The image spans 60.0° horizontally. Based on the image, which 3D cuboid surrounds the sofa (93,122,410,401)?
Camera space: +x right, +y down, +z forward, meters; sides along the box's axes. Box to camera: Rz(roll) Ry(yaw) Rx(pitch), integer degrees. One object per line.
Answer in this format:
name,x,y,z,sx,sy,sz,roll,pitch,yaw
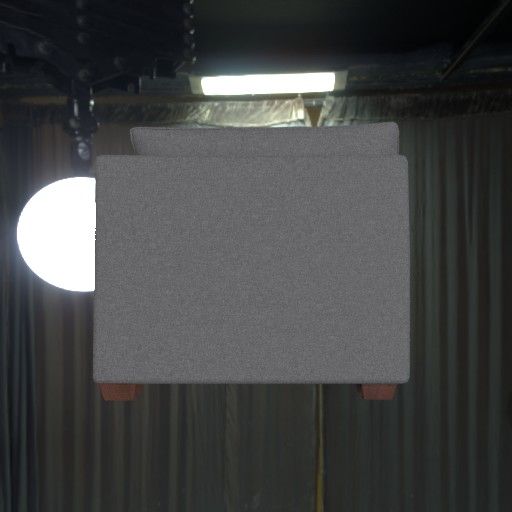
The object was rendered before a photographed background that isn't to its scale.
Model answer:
sofa,0.000,0.000,2.034,1.084,1.002,1.146,0,-2,1
